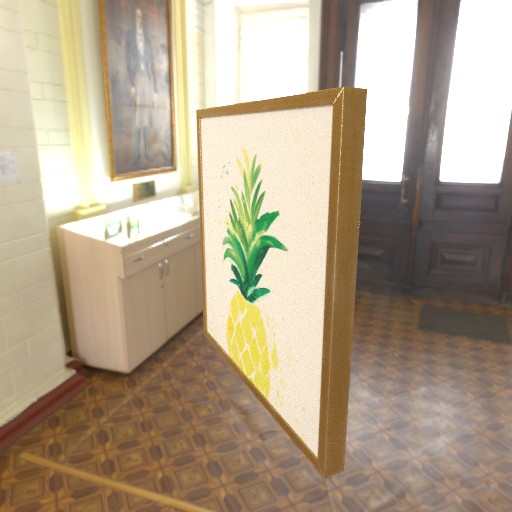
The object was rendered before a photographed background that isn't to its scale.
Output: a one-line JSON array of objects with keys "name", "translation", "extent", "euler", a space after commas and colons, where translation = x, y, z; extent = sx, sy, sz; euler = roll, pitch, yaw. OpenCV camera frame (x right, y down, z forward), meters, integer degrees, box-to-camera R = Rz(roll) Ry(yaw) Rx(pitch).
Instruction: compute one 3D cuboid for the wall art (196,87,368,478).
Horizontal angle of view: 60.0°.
[{"name": "wall art", "translation": [0.000, 0.000, 0.775], "extent": [0.033, 0.509, 0.510], "euler": [-7, 17, -25]}]
